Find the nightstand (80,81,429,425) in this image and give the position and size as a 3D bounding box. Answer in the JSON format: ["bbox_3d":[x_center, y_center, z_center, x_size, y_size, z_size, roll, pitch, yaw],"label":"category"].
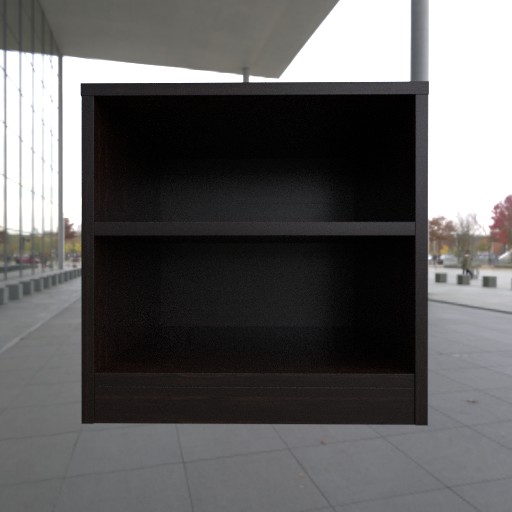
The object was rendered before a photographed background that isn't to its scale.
[{"bbox_3d":[0.000,0.000,0.833,0.489,0.487,0.427,0,0,1],"label":"nightstand"}]
